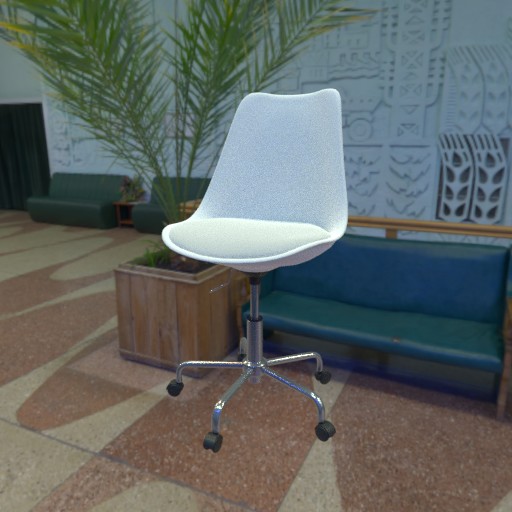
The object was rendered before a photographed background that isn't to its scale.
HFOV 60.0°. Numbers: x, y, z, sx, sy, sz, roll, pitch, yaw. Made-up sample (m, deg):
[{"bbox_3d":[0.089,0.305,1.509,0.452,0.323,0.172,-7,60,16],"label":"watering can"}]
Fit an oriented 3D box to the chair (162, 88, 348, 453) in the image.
[{"bbox_3d":[0.000,0.000,1.259,0.550,0.930,0.550,7,16,26],"label":"chair"}]
